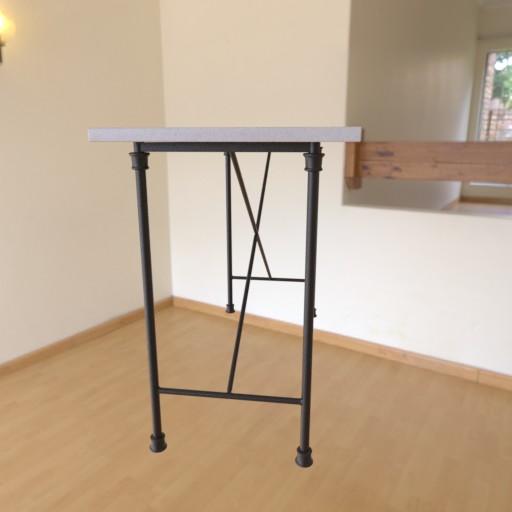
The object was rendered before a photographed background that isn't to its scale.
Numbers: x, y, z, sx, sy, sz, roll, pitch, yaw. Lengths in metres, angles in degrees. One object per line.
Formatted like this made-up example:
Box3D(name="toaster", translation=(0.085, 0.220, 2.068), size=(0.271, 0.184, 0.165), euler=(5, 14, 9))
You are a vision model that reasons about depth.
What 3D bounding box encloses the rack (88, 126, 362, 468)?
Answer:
Box3D(name="rack", translation=(0.000, 0.000, 1.634), size=(0.613, 0.880, 1.159), euler=(2, 15, 8))
